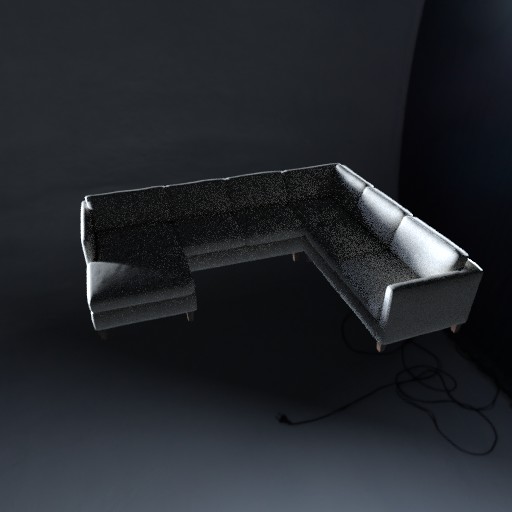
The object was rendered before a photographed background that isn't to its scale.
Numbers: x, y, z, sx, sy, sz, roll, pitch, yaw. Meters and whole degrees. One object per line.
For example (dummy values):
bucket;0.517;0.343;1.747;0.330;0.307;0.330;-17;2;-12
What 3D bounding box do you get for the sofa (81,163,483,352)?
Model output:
sofa;0.000;0.000;4.426;3.238;0.853;2.551;-10;34;-16
